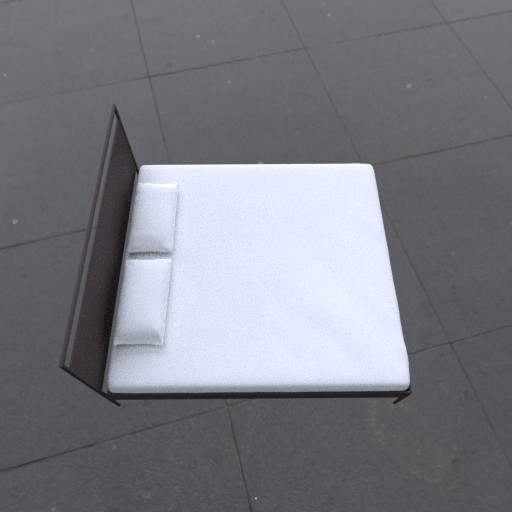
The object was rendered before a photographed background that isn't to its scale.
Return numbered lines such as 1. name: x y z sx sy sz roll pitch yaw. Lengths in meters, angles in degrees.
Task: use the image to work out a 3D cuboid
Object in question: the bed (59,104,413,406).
1. bed: 0.000 0.000 3.381 2.151 1.173 1.993 0 61 0
